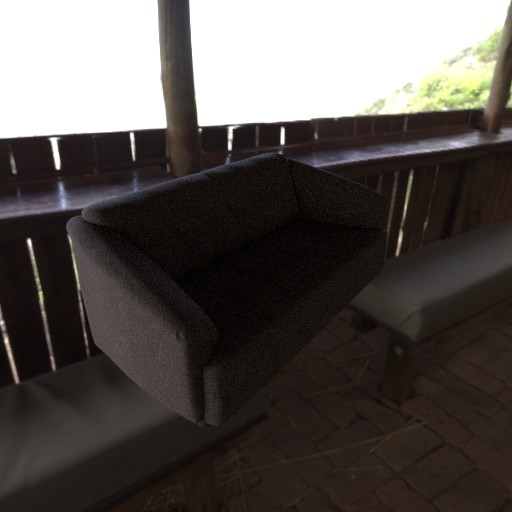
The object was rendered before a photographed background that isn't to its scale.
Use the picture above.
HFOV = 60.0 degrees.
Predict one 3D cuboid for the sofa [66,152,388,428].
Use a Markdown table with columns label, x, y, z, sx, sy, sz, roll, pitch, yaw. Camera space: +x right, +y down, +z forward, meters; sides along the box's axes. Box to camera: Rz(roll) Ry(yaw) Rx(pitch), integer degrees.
| label | x | y | z | sx | sy | sz | roll | pitch | yaw |
| --- | --- | --- | --- | --- | --- | --- | --- | --- | --- |
| sofa | 0.000 | 0.000 | 2.341 | 0.887 | 0.790 | 1.849 | 16 | 29 | 32 |
